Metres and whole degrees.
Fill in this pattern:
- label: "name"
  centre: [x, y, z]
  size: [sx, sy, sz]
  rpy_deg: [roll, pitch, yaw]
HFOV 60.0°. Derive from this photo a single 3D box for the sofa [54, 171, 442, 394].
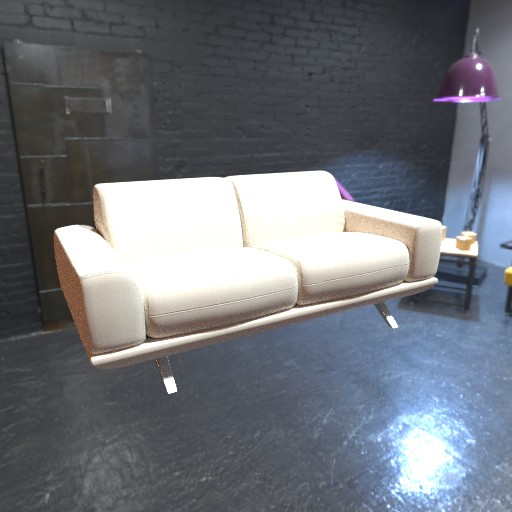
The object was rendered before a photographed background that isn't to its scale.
- label: "sofa"
  centre: [0.000, 0.000, 2.377]
  size: [1.901, 0.772, 0.900]
  rpy_deg: [-9, 19, -28]
